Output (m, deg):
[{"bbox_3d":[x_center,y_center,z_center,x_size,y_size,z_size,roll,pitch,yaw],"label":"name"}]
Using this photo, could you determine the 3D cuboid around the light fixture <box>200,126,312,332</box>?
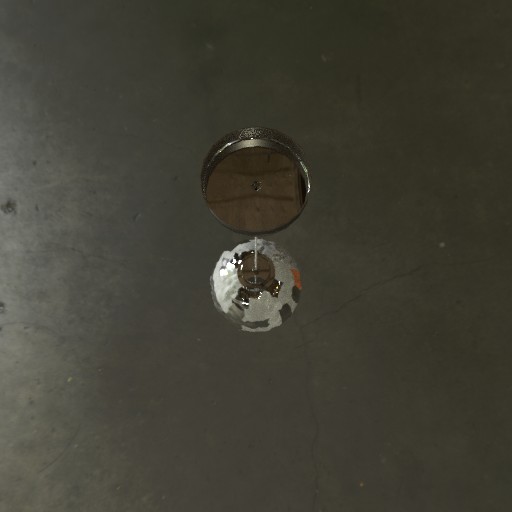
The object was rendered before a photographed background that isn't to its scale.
[{"bbox_3d":[0.000,0.000,1.728,0.496,1.511,0.500,-15,77,-4],"label":"light fixture"}]
